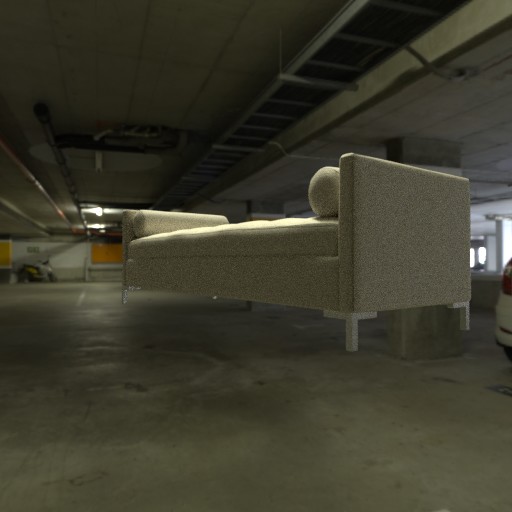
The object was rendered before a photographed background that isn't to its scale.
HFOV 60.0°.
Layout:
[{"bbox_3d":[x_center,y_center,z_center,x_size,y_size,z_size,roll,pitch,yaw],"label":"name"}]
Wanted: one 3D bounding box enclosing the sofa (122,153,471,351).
[{"bbox_3d":[0.000,0.000,2.506,0.797,0.655,2.102,1,-1,-37],"label":"sofa"}]
